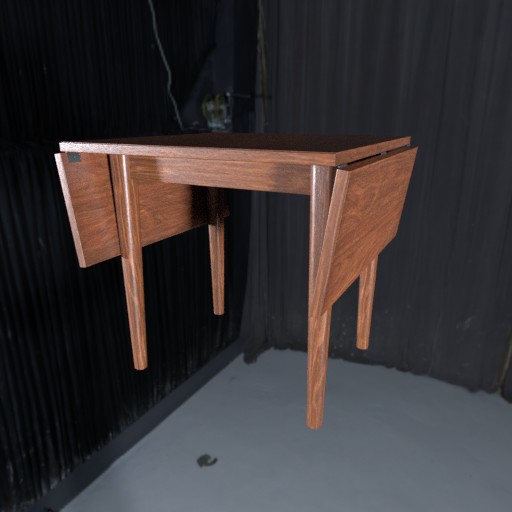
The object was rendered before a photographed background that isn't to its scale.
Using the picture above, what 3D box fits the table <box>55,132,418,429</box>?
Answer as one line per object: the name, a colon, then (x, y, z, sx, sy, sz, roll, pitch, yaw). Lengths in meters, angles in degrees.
table: (0.000, 0.000, 1.490, 0.843, 0.763, 0.812, 9, 20, 27)
